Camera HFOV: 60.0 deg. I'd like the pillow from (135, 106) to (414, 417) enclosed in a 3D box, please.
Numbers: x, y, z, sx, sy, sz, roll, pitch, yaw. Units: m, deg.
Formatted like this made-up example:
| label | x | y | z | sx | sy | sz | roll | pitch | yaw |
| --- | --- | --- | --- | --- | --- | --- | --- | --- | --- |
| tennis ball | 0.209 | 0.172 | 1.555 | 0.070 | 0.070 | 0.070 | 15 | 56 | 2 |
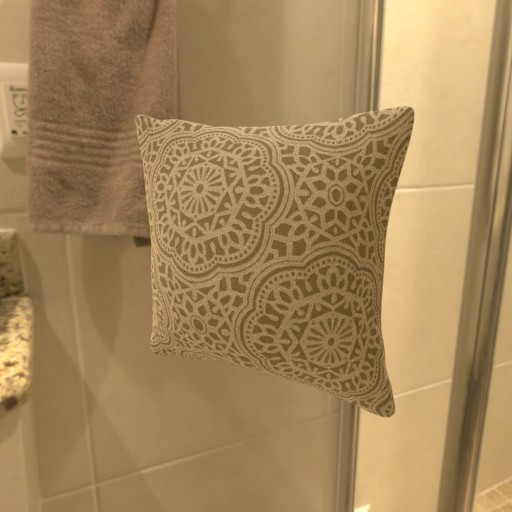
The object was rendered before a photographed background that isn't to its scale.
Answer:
| label | x | y | z | sx | sy | sz | roll | pitch | yaw |
| --- | --- | --- | --- | --- | --- | --- | --- | --- | --- |
| pillow | 0.000 | 0.000 | 0.671 | 0.438 | 0.421 | 0.167 | 7 | 16 | 27 |
